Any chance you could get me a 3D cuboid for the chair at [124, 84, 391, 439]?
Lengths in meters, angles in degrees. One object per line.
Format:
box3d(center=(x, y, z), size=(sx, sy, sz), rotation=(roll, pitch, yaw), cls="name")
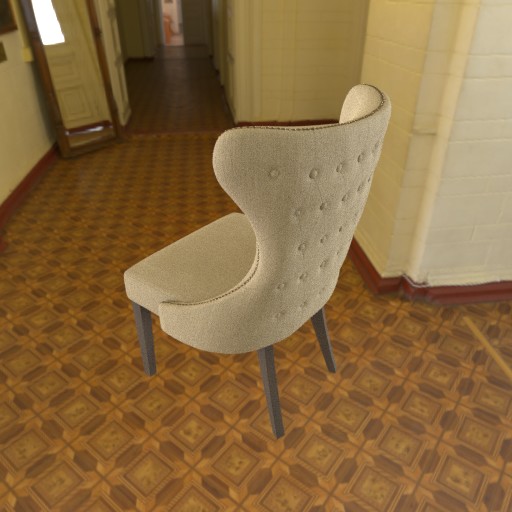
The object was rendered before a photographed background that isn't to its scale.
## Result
box3d(center=(0.000, 0.000, 1.361), size=(0.635, 0.967, 0.628), rotation=(22, 37, 31), cls="chair")
